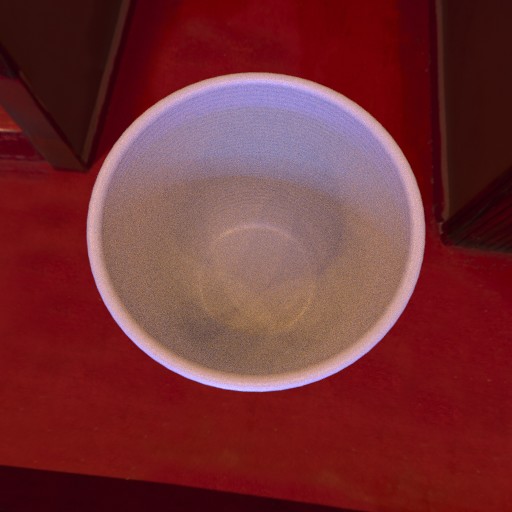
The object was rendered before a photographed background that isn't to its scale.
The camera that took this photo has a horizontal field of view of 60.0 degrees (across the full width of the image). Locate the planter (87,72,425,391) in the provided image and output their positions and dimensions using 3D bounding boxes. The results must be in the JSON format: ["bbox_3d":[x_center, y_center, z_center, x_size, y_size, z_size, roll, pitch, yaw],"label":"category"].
[{"bbox_3d":[0.000,0.000,0.294,0.170,0.152,0.170,0,74,0],"label":"planter"}]
